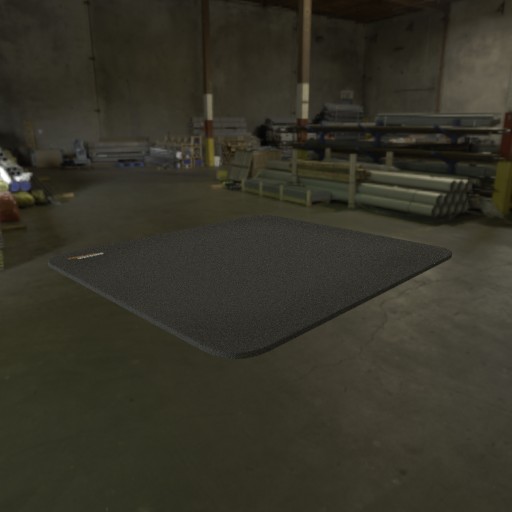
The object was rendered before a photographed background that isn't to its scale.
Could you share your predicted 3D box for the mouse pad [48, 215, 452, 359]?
[{"bbox_3d":[0.000,0.000,0.321,0.203,0.003,0.229,16,23,42],"label":"mouse pad"}]
